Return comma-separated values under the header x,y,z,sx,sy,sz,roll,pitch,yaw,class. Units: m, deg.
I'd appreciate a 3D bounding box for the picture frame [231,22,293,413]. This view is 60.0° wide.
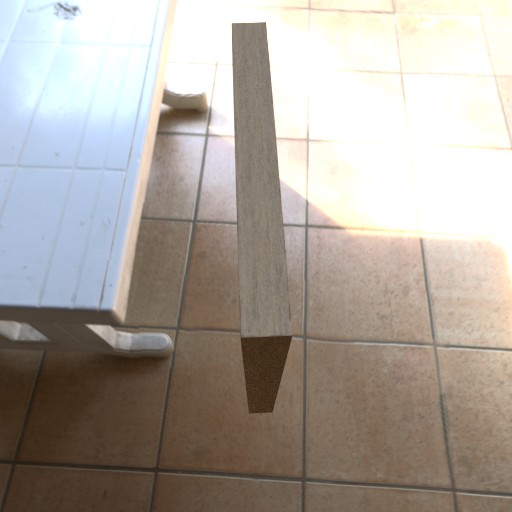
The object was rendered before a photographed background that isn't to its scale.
x,y,z,sx,sy,sz,roll,pitch,yaw,class
0.000,0.000,0.721,0.046,0.526,0.421,-2,64,-1,picture frame
